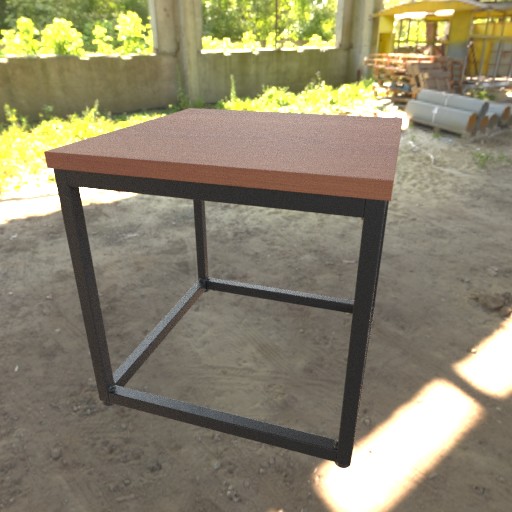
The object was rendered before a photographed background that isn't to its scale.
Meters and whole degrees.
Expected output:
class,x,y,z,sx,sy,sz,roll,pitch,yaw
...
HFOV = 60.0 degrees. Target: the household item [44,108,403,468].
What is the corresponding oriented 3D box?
class,x,y,z,sx,sy,sz,roll,pitch,yaw
household item,0.000,0.000,0.729,0.400,0.400,0.400,8,27,16
